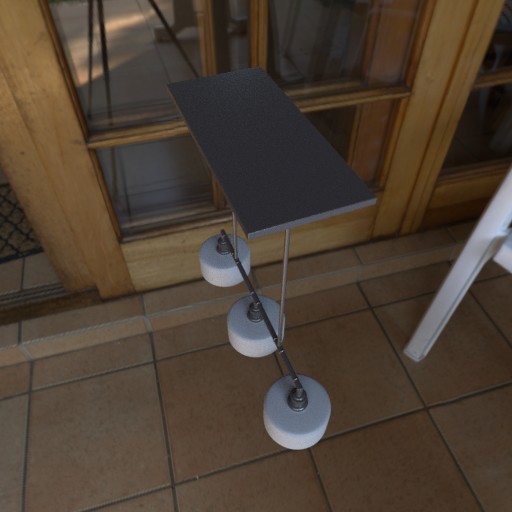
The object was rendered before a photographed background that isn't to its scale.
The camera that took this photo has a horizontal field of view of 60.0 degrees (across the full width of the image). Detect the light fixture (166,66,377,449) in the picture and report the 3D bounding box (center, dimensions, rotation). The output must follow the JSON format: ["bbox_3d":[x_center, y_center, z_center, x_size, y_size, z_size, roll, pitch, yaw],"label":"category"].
[{"bbox_3d":[0.000,0.000,0.872,0.177,0.557,0.582,-17,50,-14],"label":"light fixture"}]
